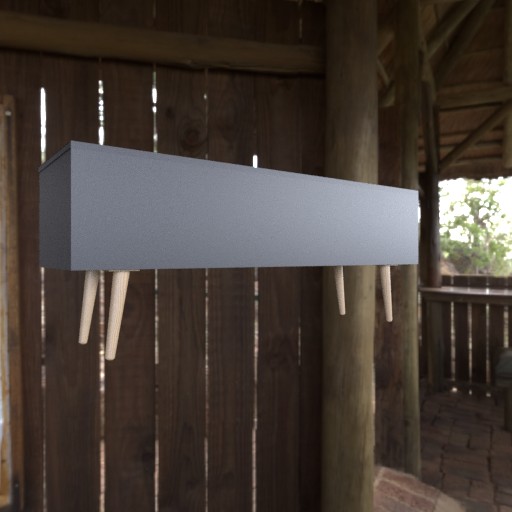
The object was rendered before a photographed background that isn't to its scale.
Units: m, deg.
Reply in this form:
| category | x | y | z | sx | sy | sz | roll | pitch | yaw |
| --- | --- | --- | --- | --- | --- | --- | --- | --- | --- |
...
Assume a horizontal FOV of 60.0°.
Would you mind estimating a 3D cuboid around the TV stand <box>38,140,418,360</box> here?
| category | x | y | z | sx | sy | sz | roll | pitch | yaw |
| --- | --- | --- | --- | --- | --- | --- | --- | --- | --- |
| TV stand | 0.000 | 0.000 | 1.535 | 1.312 | 0.518 | 0.390 | 0 | 0 | -36 |
